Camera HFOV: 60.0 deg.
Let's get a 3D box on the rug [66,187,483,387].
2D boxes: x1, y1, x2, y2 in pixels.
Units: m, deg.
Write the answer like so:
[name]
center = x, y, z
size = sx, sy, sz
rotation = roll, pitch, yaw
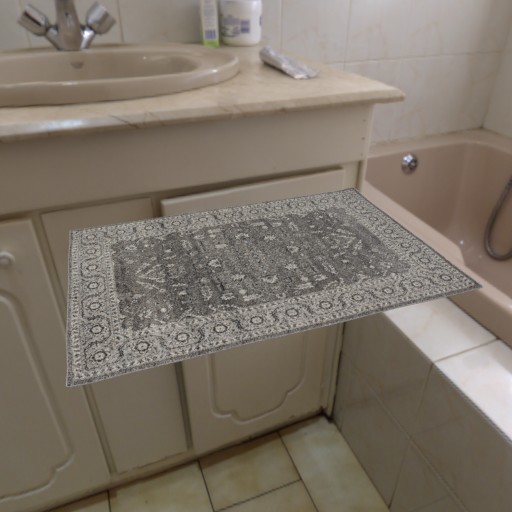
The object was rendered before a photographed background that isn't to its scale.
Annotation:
[rug]
center = 0.000, 0.000, 2.280
size = 1.828, 0.019, 1.209
rotation = -10, 34, -16
